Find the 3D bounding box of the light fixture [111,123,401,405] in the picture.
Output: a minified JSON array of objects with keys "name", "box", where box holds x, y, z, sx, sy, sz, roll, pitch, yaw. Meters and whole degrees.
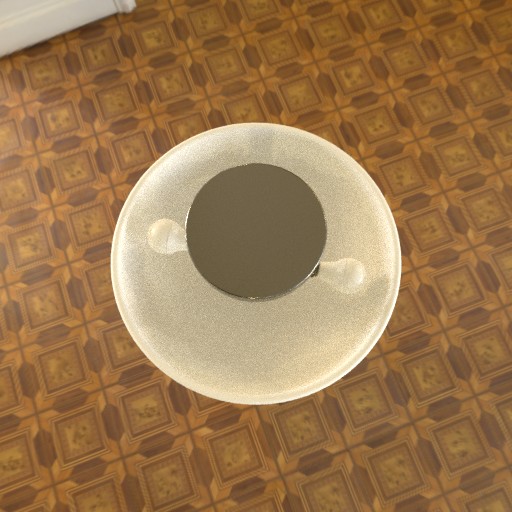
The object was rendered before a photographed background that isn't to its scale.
[{"name":"light fixture","box":[0.000,0.000,0.521,0.330,0.214,0.330,0,76,0]}]
